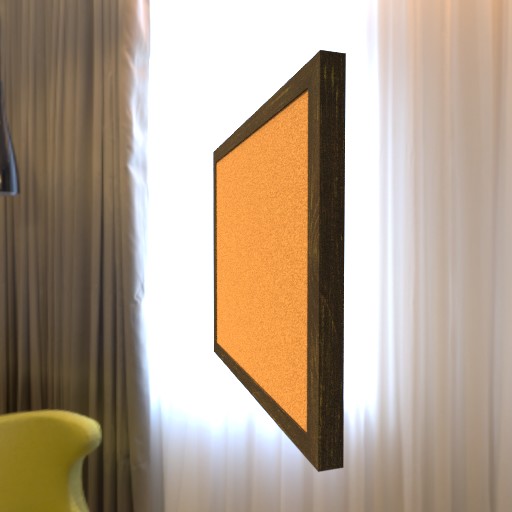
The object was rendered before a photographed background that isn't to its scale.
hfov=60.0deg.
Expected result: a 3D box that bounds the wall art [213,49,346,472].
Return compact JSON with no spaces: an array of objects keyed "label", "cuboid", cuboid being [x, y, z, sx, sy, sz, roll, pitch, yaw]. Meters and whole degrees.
[{"label":"wall art","cuboid":[0.000,0.000,0.750,0.032,0.457,0.558,-1,2,-17]}]
